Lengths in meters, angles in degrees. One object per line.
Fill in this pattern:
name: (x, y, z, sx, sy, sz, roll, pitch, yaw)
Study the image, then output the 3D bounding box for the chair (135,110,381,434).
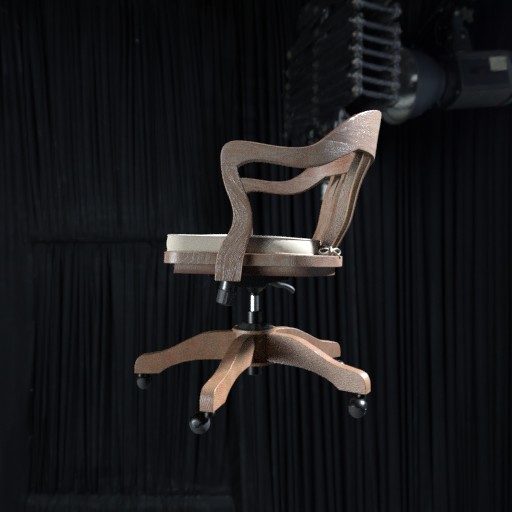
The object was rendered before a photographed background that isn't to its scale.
chair: (0.000, 0.000, 1.443, 0.788, 0.878, 0.750, 0, 0, 0)
